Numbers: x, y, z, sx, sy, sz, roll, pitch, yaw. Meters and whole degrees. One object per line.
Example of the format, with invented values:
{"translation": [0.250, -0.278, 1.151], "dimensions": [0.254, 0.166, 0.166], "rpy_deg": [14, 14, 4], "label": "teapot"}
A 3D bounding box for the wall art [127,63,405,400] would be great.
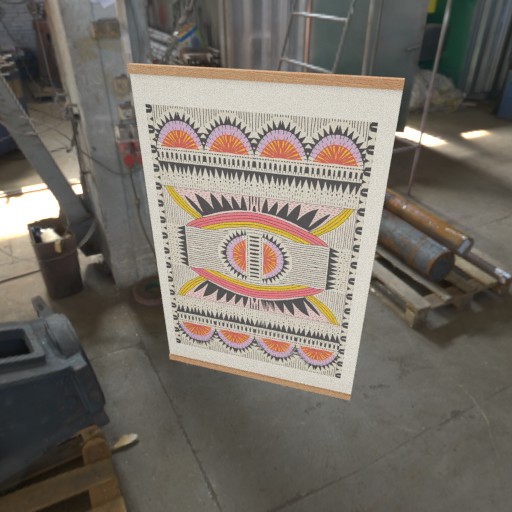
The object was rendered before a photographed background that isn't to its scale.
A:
{"translation": [0.000, 0.000, 1.958], "dimensions": [0.999, 1.533, 0.028], "rpy_deg": [9, 34, 14], "label": "wall art"}
